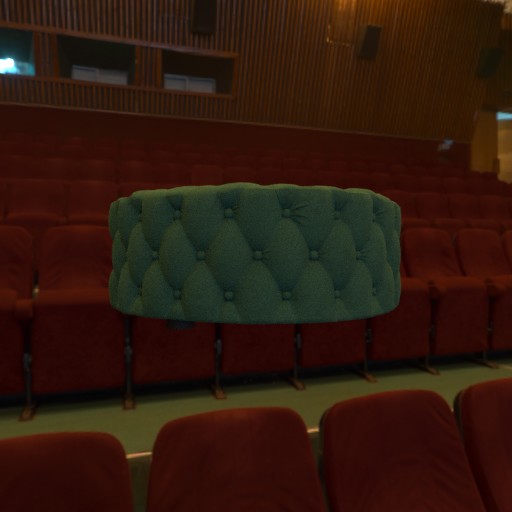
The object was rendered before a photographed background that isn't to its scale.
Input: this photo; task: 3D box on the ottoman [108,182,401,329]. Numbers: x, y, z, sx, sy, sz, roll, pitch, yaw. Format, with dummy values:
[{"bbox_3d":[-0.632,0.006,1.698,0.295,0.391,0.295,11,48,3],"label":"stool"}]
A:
[{"bbox_3d":[0.000,0.000,1.581,0.998,0.399,0.998,0,0,0],"label":"ottoman"}]
